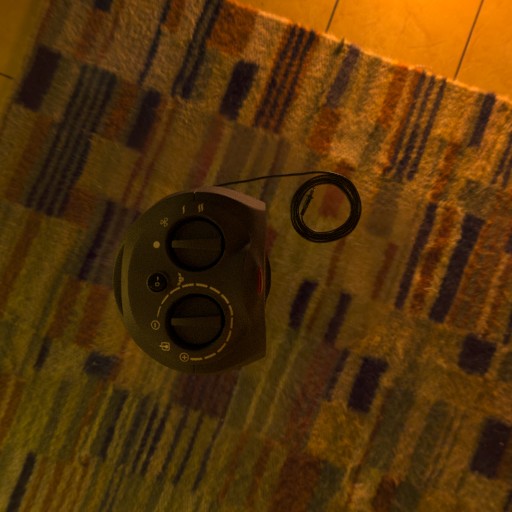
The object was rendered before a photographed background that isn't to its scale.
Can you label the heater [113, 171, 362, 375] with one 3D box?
[{"bbox_3d":[0.000,0.000,0.477,0.291,0.255,0.239,0,88,-1],"label":"heater"}]
